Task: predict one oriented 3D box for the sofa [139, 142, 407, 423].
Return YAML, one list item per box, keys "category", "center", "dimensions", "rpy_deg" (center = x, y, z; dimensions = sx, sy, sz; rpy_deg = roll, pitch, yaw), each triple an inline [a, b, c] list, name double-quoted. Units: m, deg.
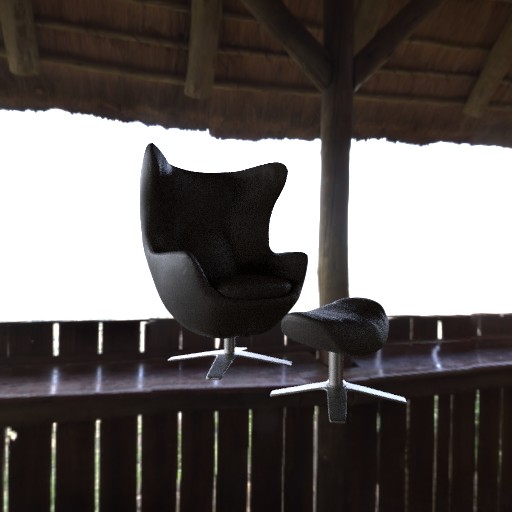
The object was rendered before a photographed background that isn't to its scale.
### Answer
- category: "sofa"
  center: [0.000, 0.000, 2.179]
  dimensions: [0.894, 1.135, 1.444]
  rpy_deg: [0, 1, -35]
